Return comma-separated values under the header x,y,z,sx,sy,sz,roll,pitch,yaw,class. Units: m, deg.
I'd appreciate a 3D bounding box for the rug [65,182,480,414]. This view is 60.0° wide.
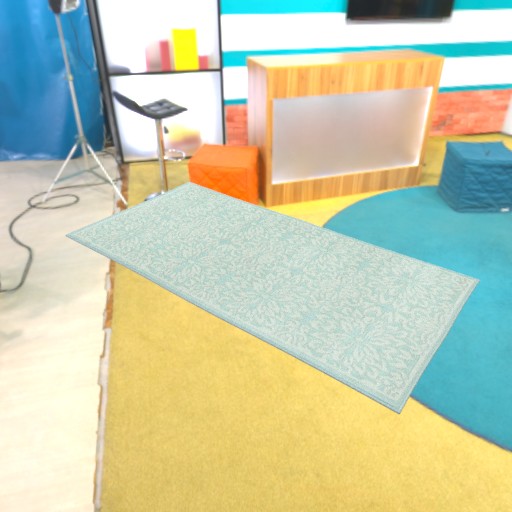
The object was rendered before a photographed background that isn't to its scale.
x,y,z,sx,sy,sz,roll,pitch,yaw,class
0.000,0.000,1.433,1.219,0.007,0.604,23,39,31,rug
